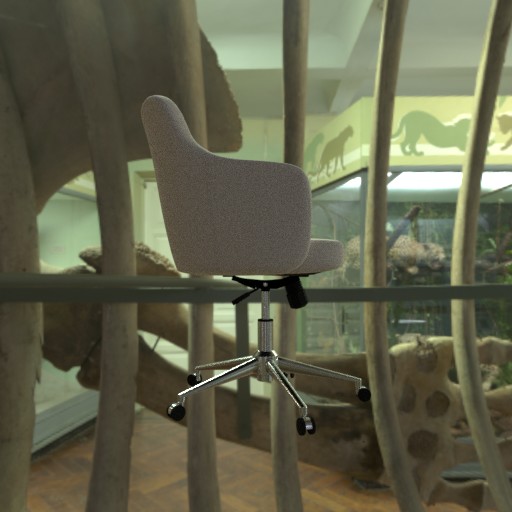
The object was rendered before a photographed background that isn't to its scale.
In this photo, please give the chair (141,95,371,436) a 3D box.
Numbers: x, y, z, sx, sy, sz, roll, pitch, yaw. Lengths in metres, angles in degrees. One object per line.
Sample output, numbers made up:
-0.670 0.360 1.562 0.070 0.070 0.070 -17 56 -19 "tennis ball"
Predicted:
0.000 0.000 1.273 0.647 0.819 0.602 0 -2 1 "chair"
